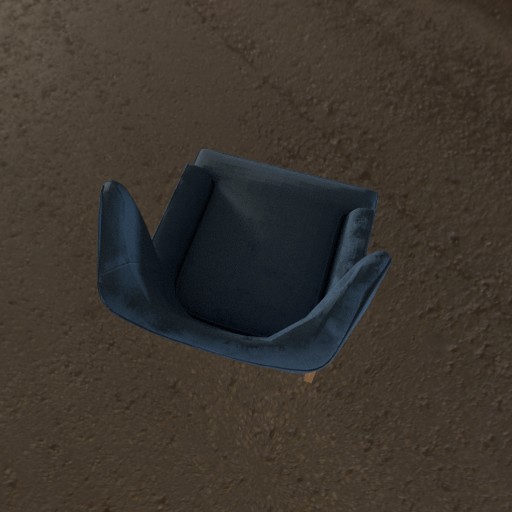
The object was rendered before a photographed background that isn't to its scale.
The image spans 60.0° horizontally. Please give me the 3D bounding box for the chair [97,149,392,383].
[{"bbox_3d":[0.000,0.000,1.625,0.793,0.952,0.910,15,65,7],"label":"chair"}]
